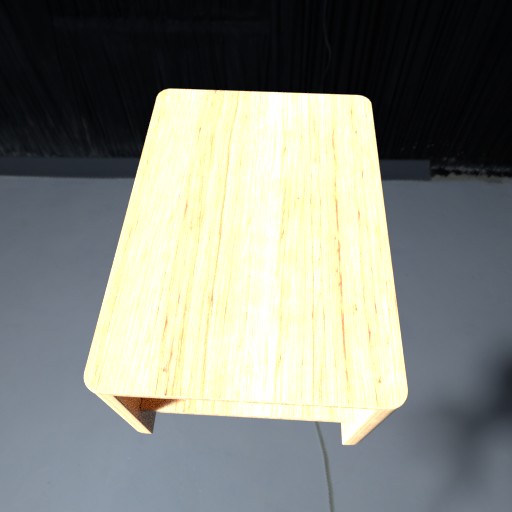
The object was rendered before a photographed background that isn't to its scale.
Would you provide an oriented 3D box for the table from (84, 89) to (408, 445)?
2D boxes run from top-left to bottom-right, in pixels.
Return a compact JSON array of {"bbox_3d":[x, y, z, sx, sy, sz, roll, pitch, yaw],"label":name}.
[{"bbox_3d":[0.000,0.000,1.380,0.696,0.445,0.997,3,58,2],"label":"table"}]
